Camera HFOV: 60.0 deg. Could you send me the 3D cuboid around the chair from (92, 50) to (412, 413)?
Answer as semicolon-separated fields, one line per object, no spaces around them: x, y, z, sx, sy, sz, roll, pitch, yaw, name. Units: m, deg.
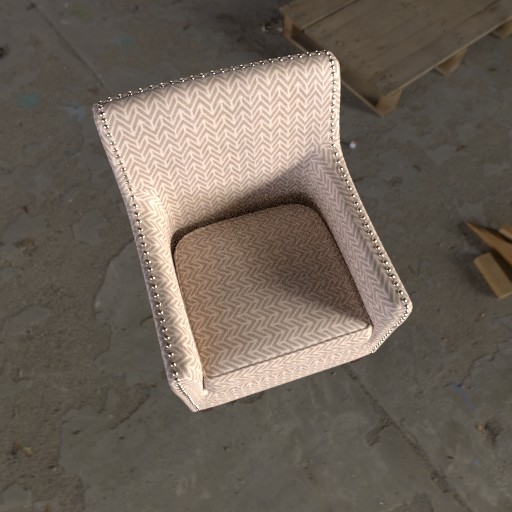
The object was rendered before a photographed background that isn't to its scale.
0.000;0.000;1.290;0.623;0.816;0.651;-16;64;-8;chair
